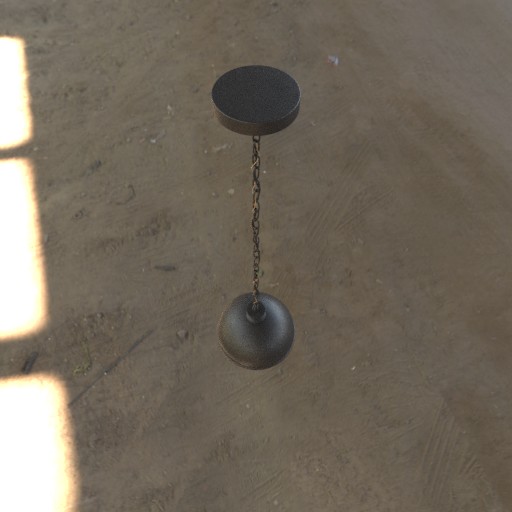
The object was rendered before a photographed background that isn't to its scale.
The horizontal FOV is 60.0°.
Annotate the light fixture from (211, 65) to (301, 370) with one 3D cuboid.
[{"bbox_3d":[0.000,0.000,1.250,0.304,1.090,0.304,33,63,19],"label":"light fixture"}]
